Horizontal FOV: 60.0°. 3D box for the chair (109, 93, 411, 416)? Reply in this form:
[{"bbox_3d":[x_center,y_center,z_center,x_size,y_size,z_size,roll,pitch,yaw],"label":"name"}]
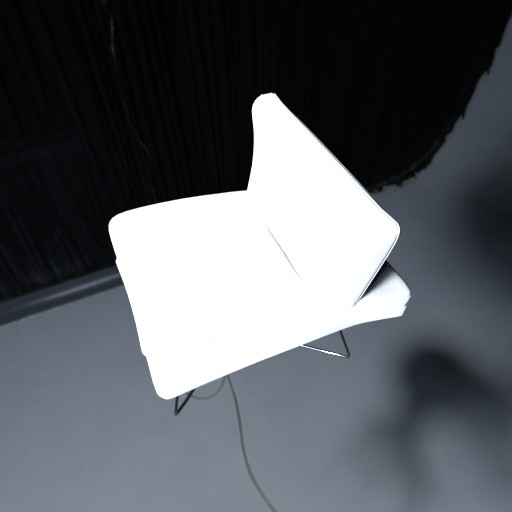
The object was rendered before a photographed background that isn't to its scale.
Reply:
[{"bbox_3d":[0.000,0.000,1.712,1.008,0.855,0.859,-18,50,-16],"label":"chair"}]
